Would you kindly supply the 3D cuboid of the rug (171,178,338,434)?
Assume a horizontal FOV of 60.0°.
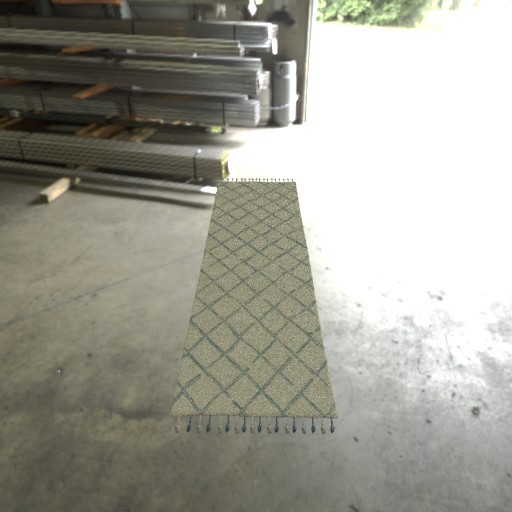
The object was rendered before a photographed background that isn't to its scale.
[{"bbox_3d":[0.000,0.000,2.582,0.620,0.008,2.372,0,32,0],"label":"rug"}]
